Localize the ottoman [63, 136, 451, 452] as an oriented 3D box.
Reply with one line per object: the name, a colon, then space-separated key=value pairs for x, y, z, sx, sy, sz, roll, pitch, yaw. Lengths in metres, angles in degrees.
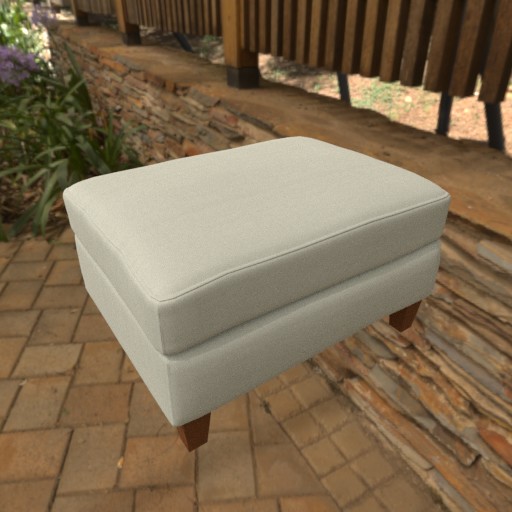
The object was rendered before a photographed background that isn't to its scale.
ottoman: x=0.000 y=0.000 z=1.220 sx=0.818 sy=0.496 sz=0.634 roll=-20 pitch=36 yaw=-29
